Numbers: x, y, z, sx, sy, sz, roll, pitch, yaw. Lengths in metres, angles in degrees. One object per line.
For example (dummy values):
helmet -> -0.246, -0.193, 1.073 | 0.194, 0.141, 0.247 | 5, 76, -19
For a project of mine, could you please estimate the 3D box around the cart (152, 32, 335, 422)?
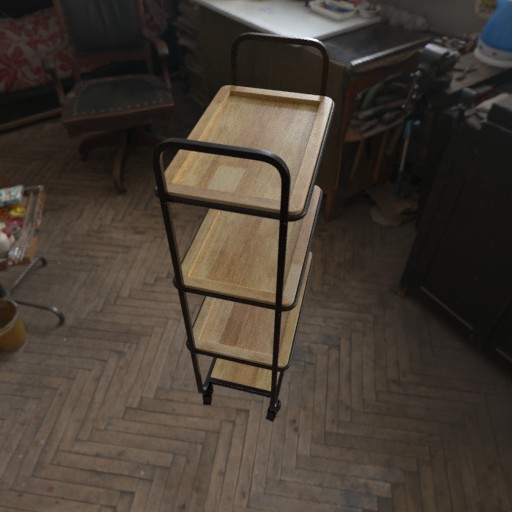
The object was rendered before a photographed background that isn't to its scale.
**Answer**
cart -> 0.000, 0.000, 1.326 | 0.321, 1.080, 0.545 | 10, 47, 10
